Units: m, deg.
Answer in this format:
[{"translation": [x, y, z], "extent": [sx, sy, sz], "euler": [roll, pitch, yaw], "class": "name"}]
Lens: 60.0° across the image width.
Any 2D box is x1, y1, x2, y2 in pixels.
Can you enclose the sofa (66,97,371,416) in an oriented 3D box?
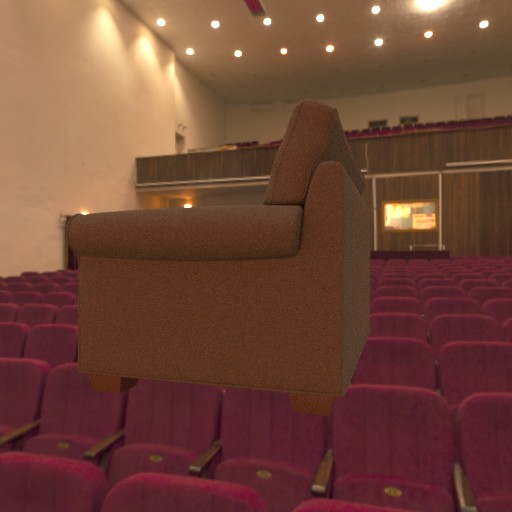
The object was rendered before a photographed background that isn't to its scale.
[{"translation": [0.000, 0.000, 2.016], "extent": [0.940, 0.953, 1.410], "euler": [0, 0, 18], "class": "sofa"}]
